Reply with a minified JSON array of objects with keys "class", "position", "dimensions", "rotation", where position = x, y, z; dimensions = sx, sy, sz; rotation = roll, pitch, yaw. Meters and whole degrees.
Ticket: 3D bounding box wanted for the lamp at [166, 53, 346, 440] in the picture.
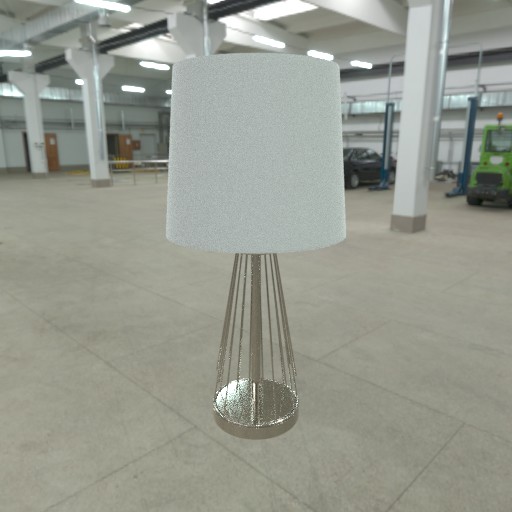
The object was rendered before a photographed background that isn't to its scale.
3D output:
[{"class":"lamp","position":[0.000,0.000,0.772],"dimensions":[0.303,0.618,0.303],"rotation":[0,14,0]}]
